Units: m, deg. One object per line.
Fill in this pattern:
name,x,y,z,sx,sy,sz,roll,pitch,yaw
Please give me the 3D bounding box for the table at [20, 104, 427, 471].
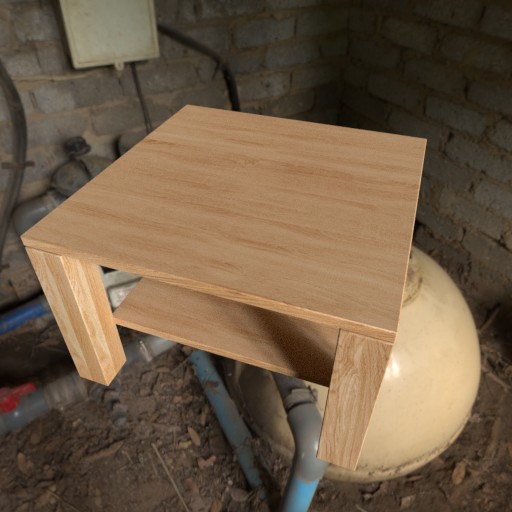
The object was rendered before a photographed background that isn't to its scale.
table,0.000,0.000,1.145,0.700,0.450,0.700,13,42,15
